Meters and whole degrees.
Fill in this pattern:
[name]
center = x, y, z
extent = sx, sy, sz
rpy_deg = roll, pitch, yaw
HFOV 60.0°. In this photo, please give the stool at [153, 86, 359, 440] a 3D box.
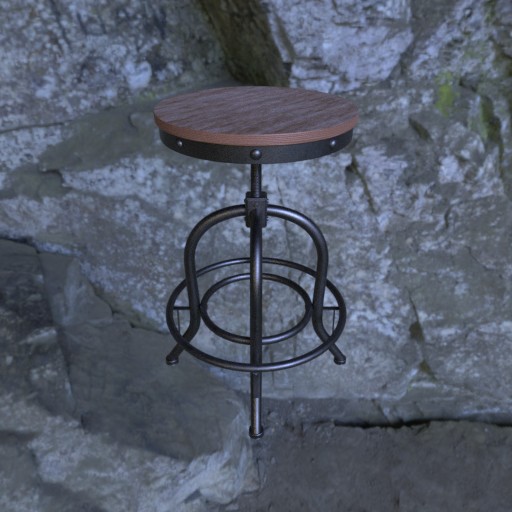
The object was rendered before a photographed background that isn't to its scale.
[stool]
center = 0.000, 0.000, 0.925
extent = 0.439, 0.609, 0.439
rpy_deg = 0, 31, 0
